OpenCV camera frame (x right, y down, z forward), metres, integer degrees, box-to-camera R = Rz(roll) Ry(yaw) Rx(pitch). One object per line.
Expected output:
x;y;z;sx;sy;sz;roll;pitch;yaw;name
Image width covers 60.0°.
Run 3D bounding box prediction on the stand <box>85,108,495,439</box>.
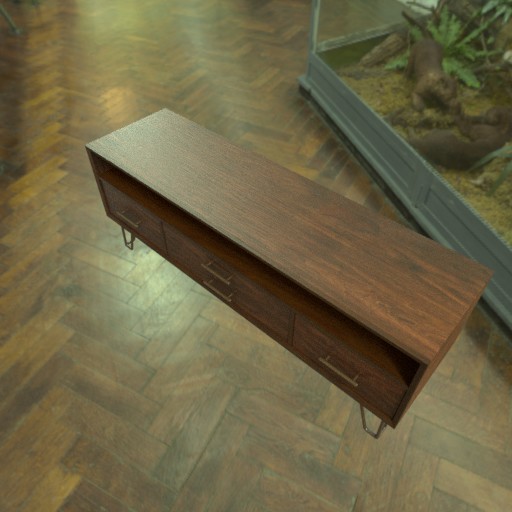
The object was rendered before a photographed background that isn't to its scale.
0.000;0.000;1.891;1.626;0.610;0.481;33;54;28;stand
